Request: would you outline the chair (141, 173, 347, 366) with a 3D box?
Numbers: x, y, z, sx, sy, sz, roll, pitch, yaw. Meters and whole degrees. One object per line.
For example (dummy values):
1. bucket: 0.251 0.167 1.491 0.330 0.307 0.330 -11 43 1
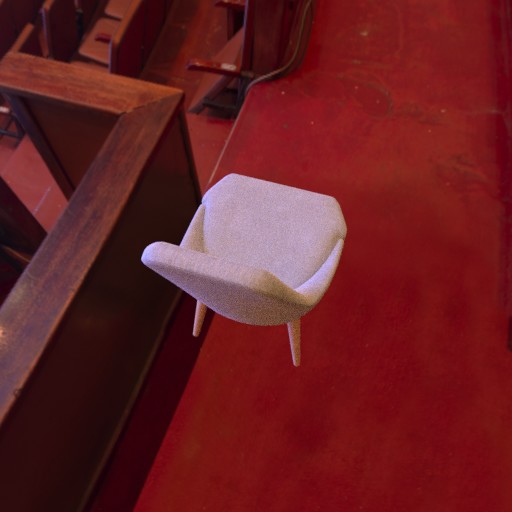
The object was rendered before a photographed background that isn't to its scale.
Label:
1. chair: 0.000 0.000 1.362 0.510 1.040 0.660 15 63 8
